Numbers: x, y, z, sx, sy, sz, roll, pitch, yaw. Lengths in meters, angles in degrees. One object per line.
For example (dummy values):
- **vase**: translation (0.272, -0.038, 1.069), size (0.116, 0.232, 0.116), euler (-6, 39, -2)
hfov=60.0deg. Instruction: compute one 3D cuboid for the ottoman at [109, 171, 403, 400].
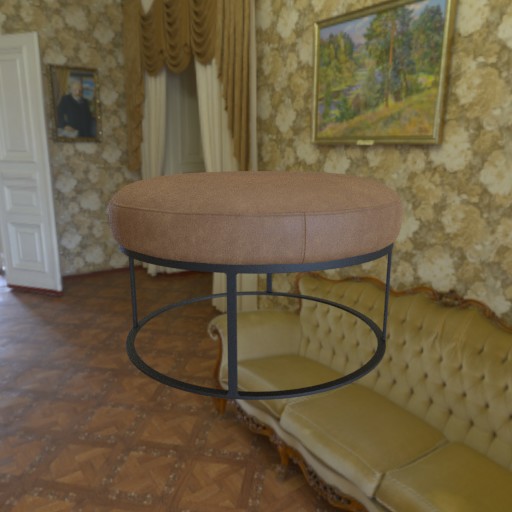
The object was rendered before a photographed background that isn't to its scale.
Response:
- **ottoman**: translation (0.000, 0.000, 1.253), size (0.771, 0.460, 0.771), euler (0, 13, 0)
